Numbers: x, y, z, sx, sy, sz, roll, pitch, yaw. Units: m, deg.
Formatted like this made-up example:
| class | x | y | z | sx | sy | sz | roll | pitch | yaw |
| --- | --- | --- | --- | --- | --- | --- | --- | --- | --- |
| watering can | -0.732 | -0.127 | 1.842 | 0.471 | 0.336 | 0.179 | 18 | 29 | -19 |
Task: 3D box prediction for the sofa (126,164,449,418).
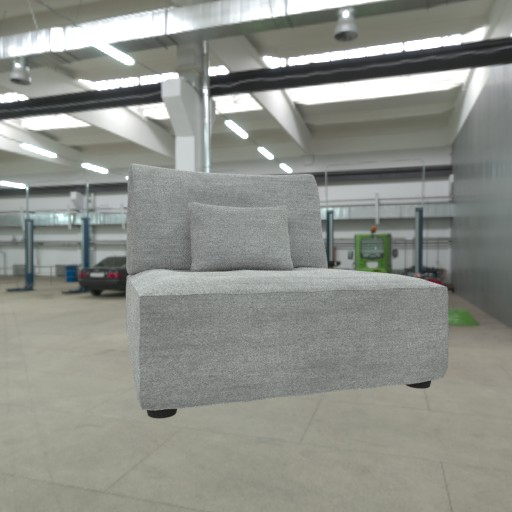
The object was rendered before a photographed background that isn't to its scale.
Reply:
| class | x | y | z | sx | sy | sz | roll | pitch | yaw |
| --- | --- | --- | --- | --- | --- | --- | --- | --- | --- |
| sofa | 0.000 | 0.000 | 1.698 | 0.930 | 0.820 | 1.000 | 0 | 0 | -18 |
